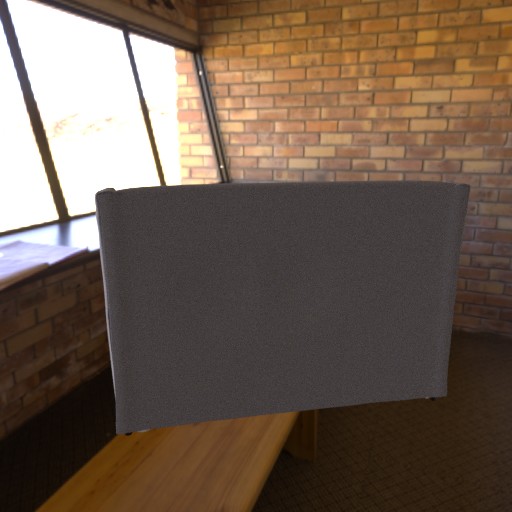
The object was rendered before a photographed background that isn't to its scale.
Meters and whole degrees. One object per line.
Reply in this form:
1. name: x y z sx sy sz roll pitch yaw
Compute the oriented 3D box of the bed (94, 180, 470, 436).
1. bed: 0.000 0.000 3.399 1.925 1.332 2.276 -3 15 -10
